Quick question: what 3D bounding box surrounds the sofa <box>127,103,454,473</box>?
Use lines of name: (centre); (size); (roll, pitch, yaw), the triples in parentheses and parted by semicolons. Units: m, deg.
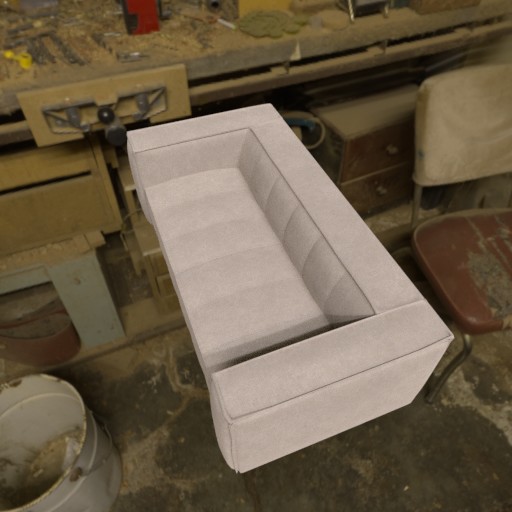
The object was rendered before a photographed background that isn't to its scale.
sofa: (0.000, 0.000, 2.521); (1.038, 0.680, 1.995); (-16, 51, -14)
